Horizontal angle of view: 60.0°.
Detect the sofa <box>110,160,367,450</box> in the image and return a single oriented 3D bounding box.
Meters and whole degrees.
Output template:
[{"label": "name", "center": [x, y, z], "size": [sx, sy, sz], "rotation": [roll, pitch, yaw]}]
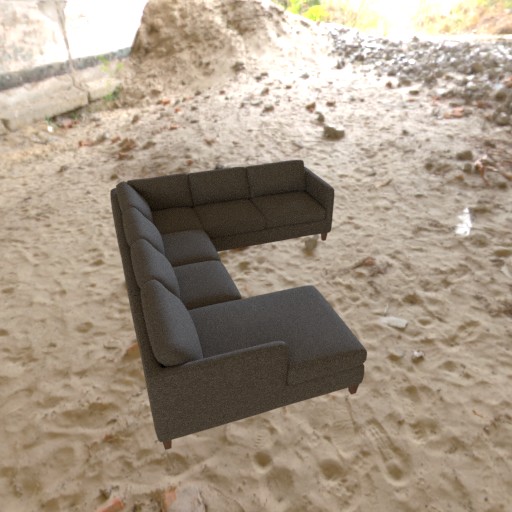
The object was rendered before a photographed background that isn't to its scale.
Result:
[{"label": "sofa", "center": [0.000, 0.000, 4.428], "size": [2.551, 0.853, 3.238], "rotation": [-10, 32, -17]}]
